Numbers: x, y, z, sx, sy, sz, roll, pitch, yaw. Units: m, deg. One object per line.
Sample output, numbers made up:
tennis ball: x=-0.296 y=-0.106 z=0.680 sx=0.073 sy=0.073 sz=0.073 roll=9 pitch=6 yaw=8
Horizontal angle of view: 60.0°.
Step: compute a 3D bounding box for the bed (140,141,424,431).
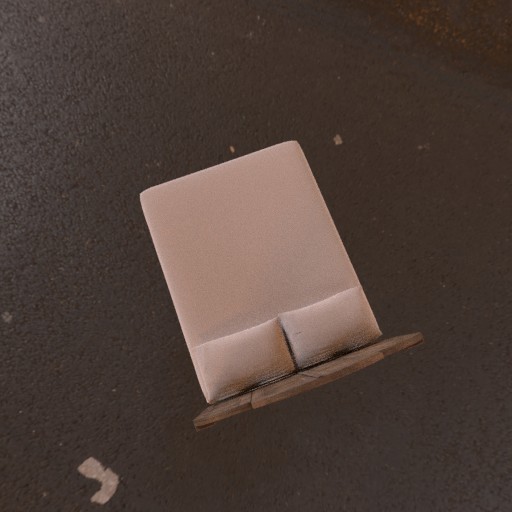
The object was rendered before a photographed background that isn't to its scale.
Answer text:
bed: x=0.000 y=0.000 z=3.587 sx=1.713 sy=2.019 sz=2.138 roll=-20 pitch=77 yaw=-5
